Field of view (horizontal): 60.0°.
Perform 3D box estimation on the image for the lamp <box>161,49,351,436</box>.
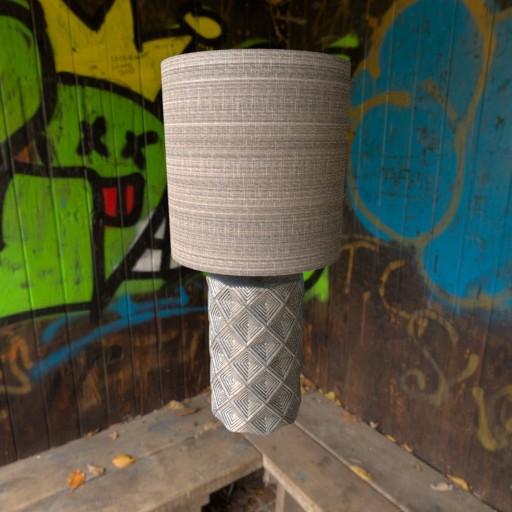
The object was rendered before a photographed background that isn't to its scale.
[{"bbox_3d":[0.000,0.000,0.713,0.268,0.566,0.269,8,17,26],"label":"lamp"}]
